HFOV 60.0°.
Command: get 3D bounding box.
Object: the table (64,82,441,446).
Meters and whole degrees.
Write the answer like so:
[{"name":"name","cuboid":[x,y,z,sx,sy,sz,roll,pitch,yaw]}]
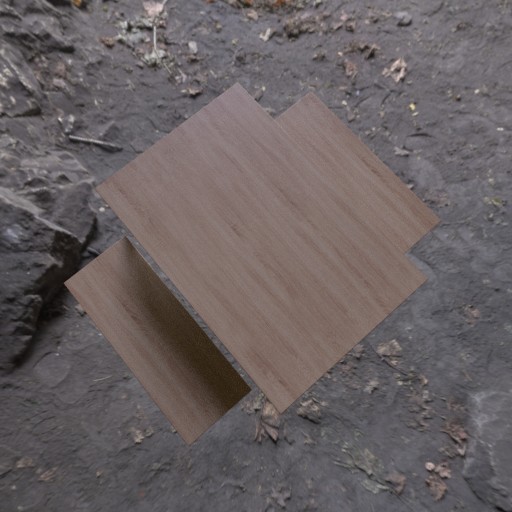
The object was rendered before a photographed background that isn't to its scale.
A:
[{"name":"table","cuboid":[0.000,0.000,2.027,1.443,0.700,1.100,-40,79,-9]}]
